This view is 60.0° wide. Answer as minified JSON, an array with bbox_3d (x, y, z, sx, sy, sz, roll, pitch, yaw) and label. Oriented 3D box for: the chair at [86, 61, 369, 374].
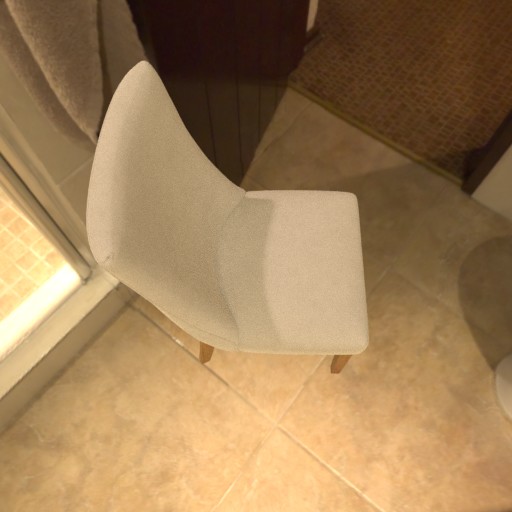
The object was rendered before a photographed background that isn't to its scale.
[{"bbox_3d":[0.000,0.000,1.221,0.610,0.902,0.495,2,64,1],"label":"chair"}]
